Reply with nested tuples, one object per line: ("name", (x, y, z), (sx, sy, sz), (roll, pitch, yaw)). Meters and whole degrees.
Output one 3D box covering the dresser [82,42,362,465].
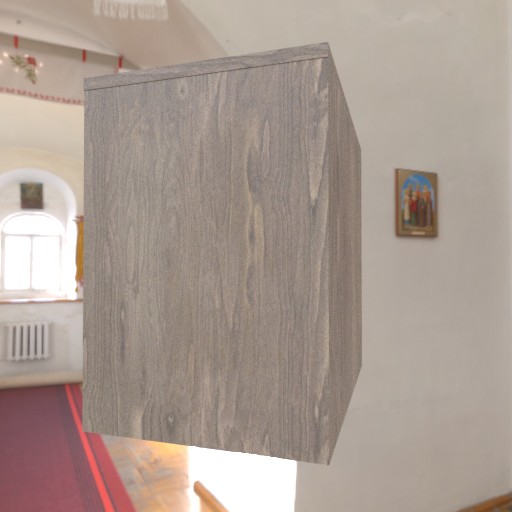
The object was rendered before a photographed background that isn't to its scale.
("dresser", (0.000, 0.000, 1.262), (0.529, 0.762, 0.809), (0, -1, 18))
